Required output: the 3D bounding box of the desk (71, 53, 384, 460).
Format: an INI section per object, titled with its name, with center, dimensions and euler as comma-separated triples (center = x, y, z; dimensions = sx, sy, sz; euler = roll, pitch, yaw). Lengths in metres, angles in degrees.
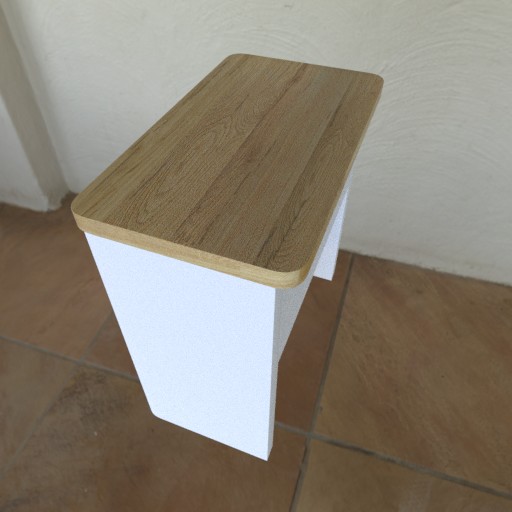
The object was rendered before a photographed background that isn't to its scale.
[desk]
center = 0.000, 0.000, 1.251
dimensions = 0.440, 0.790, 0.760
euler = 16, 48, 15
